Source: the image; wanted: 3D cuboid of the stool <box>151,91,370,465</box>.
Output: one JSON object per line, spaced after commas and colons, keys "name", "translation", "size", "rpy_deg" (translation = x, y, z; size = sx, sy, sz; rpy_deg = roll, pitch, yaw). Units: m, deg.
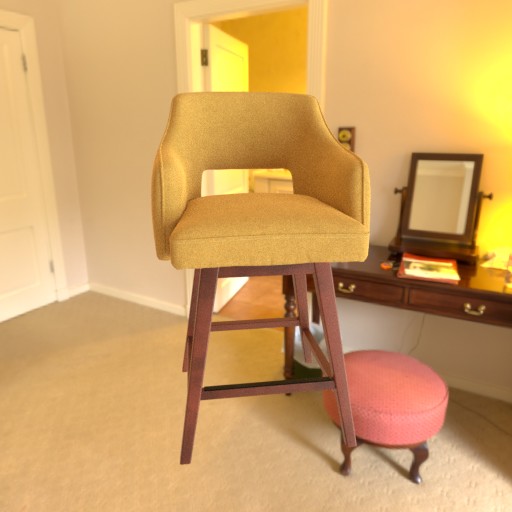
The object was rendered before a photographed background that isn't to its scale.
{"name": "stool", "translation": [0.000, 0.000, 1.272], "size": [0.548, 0.924, 0.558], "rpy_deg": [-2, 16, -8]}
